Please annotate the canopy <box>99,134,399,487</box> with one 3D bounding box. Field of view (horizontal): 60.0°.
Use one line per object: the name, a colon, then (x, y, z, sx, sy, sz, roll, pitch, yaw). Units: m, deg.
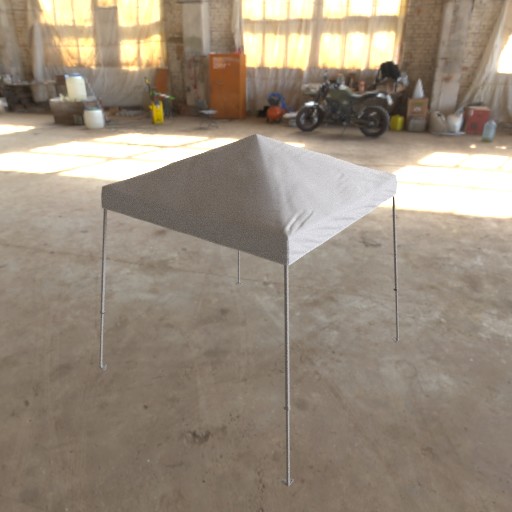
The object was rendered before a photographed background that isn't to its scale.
canopy: (0.000, 0.000, 5.295, 2.848, 2.849, 2.849, 17, 30, 33)
